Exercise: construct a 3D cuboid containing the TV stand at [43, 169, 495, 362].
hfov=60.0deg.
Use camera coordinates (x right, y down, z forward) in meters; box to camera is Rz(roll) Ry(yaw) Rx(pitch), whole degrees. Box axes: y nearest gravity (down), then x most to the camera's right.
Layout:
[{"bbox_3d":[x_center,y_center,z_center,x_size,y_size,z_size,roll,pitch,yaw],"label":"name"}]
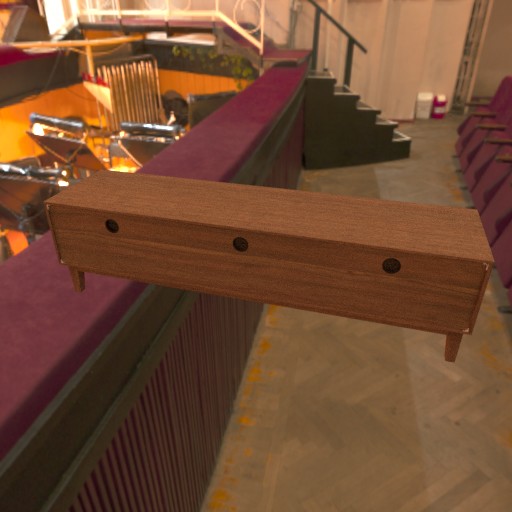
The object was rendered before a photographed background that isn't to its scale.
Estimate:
[{"bbox_3d":[0.000,0.000,1.659,1.482,0.409,0.366,8,31,14],"label":"TV stand"}]
